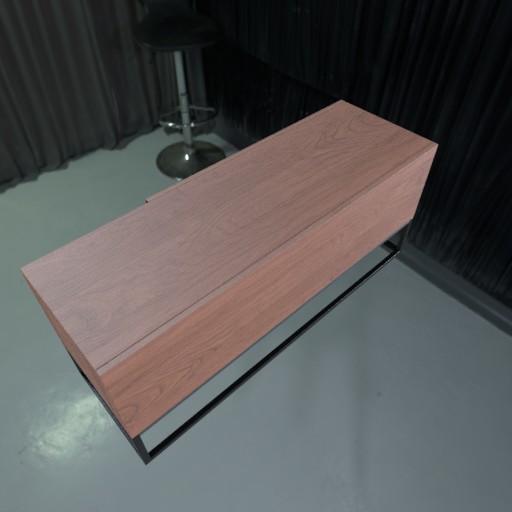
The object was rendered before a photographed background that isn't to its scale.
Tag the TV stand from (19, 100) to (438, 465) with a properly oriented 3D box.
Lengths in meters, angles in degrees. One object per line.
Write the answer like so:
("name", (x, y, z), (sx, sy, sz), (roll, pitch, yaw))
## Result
("TV stand", (0.000, 0.000, 1.420), (1.200, 0.500, 0.415), (-34, 55, -28))
